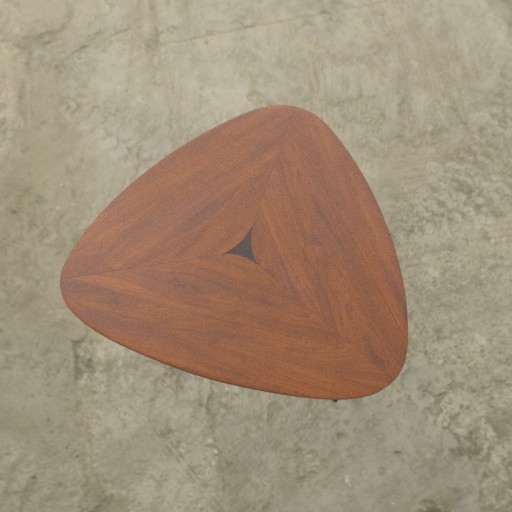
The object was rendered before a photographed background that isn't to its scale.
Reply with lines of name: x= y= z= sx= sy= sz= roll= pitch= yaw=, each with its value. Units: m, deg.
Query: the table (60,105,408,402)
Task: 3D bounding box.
table: x=0.000 y=0.000 z=1.321 sx=0.833 sy=0.413 sz=0.821 roll=14 pitch=64 yaw=7
